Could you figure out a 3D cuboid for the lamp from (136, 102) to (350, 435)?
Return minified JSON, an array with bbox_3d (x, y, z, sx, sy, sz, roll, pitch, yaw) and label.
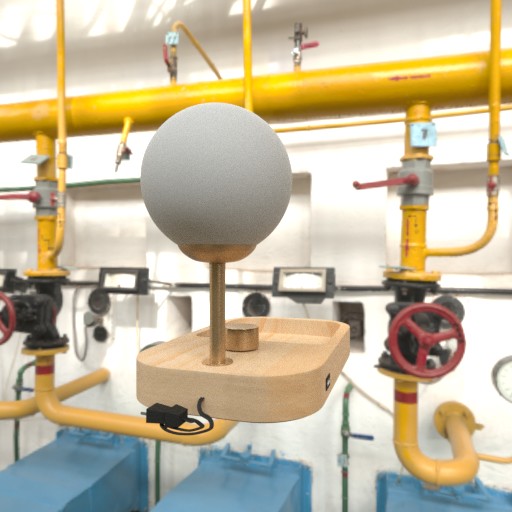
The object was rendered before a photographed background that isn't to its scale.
[{"bbox_3d":[0.000,0.000,0.469,0.173,0.253,0.331,0,1,18],"label":"lamp"}]
